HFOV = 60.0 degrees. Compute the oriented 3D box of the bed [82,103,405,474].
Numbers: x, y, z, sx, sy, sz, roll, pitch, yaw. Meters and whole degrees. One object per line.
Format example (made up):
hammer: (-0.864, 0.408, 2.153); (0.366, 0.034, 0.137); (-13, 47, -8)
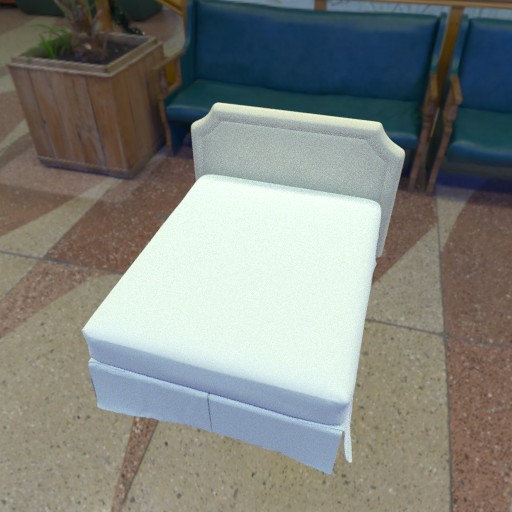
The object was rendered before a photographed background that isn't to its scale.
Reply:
bed: (0.000, 0.000, 3.202); (1.827, 1.296, 2.209); (11, 42, 13)
